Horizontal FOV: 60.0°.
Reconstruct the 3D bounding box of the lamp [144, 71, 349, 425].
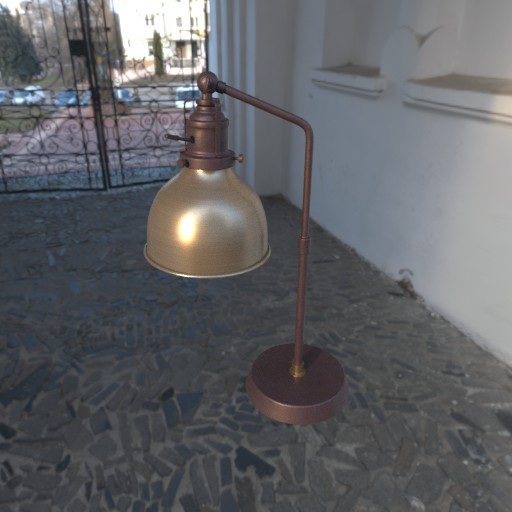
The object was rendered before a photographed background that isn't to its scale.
[{"bbox_3d":[0.000,0.000,0.607,0.298,0.469,0.175,0,26,-1],"label":"lamp"}]
